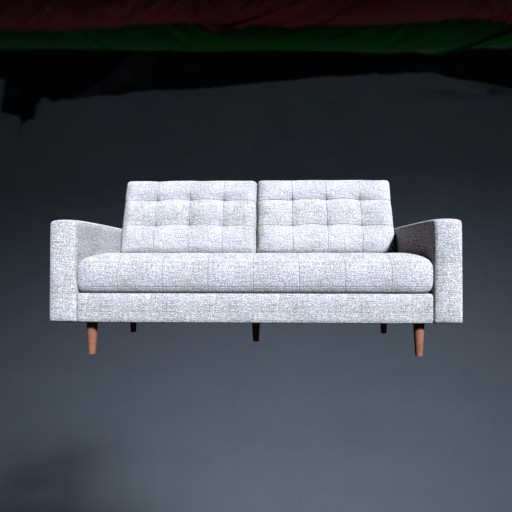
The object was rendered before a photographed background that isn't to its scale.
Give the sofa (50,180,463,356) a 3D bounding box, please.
[{"bbox_3d":[0.000,0.000,2.356,1.821,0.902,0.863,0,0,2],"label":"sofa"}]
